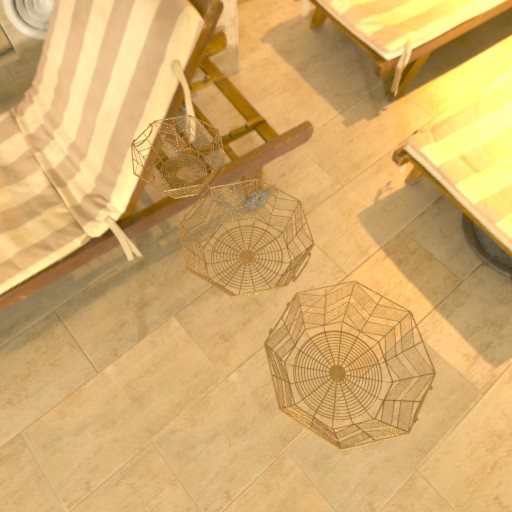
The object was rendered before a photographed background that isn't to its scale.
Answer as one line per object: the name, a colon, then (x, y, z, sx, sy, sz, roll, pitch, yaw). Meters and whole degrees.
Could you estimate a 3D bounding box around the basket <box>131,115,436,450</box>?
basket: (0.000, 0.000, 1.343, 0.432, 0.178, 1.245, -32, 67, -15)
